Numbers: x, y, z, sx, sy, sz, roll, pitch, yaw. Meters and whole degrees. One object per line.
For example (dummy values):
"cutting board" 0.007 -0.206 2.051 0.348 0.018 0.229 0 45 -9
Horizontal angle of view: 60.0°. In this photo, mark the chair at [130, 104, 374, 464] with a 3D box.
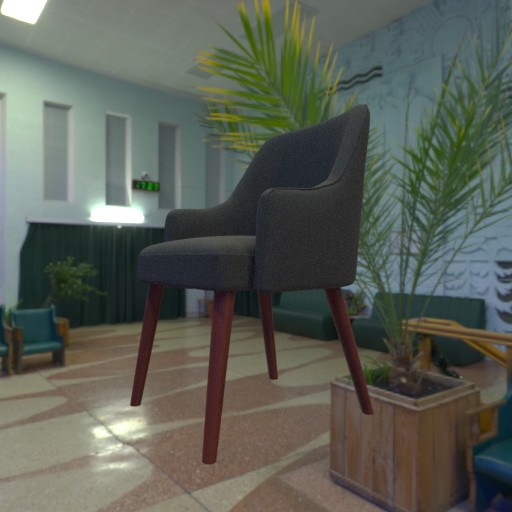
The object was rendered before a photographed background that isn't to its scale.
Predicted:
"chair" 0.000 0.000 1.228 0.560 0.838 0.559 0 0 -35
